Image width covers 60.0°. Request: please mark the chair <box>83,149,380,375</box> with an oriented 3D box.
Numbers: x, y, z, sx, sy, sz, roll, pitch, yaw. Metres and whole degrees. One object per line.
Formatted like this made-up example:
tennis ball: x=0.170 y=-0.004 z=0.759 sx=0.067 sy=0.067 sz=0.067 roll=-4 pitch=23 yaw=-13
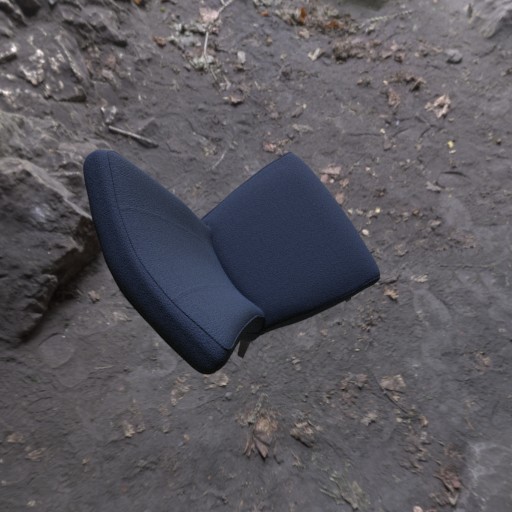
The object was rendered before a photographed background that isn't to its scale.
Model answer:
chair: x=0.000 y=0.000 z=1.356 sx=0.660 sy=0.991 sz=0.520 roll=-31 pitch=77 yaw=-8
